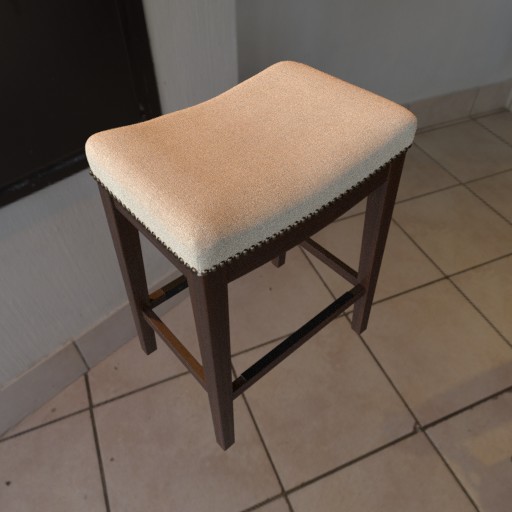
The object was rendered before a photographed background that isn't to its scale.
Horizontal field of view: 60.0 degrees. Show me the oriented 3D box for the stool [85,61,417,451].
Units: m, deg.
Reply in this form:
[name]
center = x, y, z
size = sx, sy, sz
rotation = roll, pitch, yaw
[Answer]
[stool]
center = 0.000, 0.000, 0.983
size = 0.509, 0.669, 0.363
rotation = -32, 54, -27
